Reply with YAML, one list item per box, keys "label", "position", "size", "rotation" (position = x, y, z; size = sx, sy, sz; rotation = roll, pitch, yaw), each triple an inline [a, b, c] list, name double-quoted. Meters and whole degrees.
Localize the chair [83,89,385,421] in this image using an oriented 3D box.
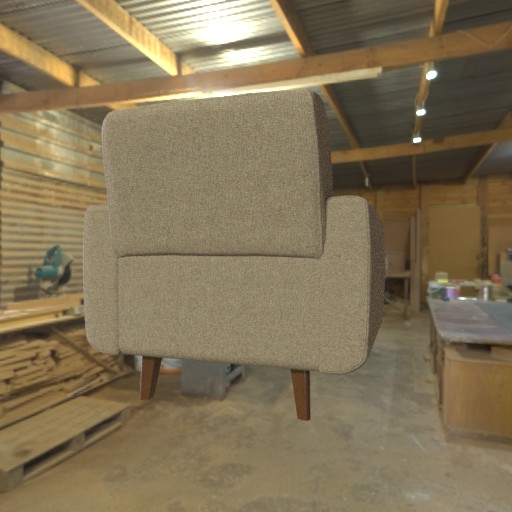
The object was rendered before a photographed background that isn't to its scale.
- label: "chair"
  position: [0.000, 0.000, 1.531]
  size: [0.831, 0.839, 0.907]
  rotation: [0, 1, 18]
